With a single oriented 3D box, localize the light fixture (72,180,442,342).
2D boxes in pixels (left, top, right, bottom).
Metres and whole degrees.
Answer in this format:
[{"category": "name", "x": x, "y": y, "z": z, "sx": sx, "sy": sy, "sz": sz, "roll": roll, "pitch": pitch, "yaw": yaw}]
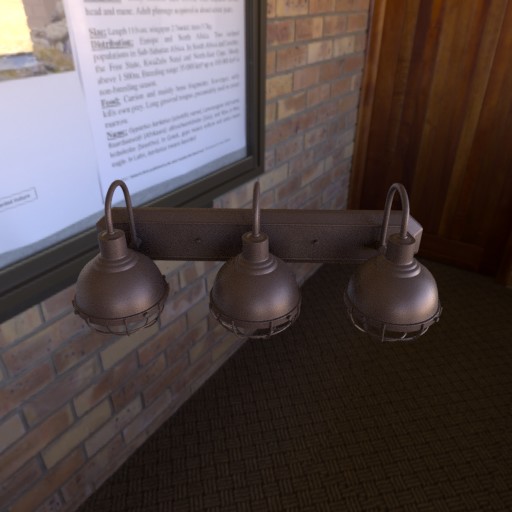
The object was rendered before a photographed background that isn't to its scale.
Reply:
[{"category": "light fixture", "x": 0.000, "y": 0.000, "z": 0.778, "sx": 0.634, "sy": 0.254, "sz": 0.229, "roll": 1, "pitch": 31, "yaw": 2}]
